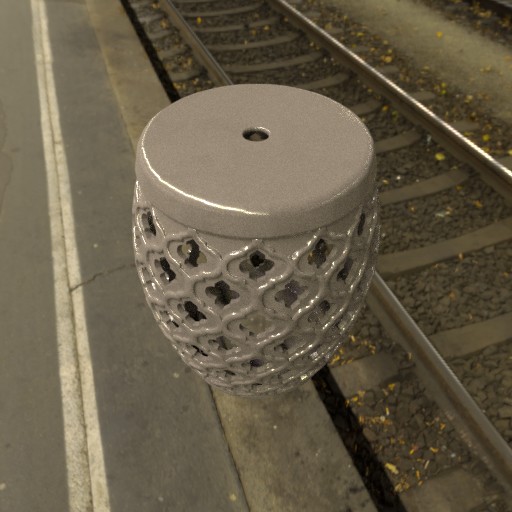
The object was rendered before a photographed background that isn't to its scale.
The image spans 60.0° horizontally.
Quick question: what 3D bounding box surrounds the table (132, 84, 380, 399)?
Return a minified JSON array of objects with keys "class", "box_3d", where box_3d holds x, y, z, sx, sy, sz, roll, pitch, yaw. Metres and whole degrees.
[{"class":"table","box_3d":[0.000,0.000,0.628,0.325,0.388,0.325,0,46,0]}]
